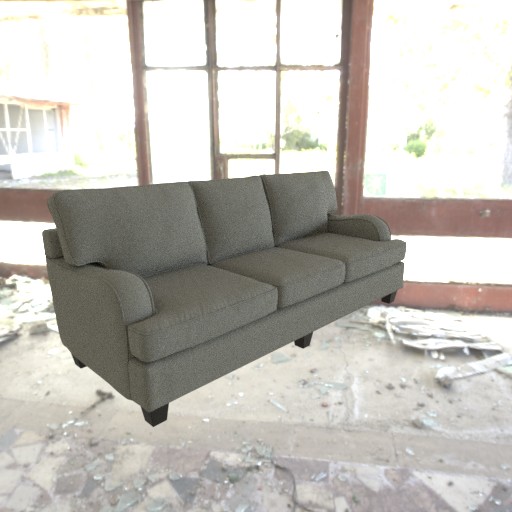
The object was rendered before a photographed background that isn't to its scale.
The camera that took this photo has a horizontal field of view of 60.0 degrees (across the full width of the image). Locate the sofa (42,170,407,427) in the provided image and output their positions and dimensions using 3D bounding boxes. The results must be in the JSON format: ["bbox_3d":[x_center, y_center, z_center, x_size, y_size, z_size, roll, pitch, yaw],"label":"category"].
[{"bbox_3d":[0.000,0.000,2.899,1.016,0.997,2.323,15,21,43],"label":"sofa"}]
